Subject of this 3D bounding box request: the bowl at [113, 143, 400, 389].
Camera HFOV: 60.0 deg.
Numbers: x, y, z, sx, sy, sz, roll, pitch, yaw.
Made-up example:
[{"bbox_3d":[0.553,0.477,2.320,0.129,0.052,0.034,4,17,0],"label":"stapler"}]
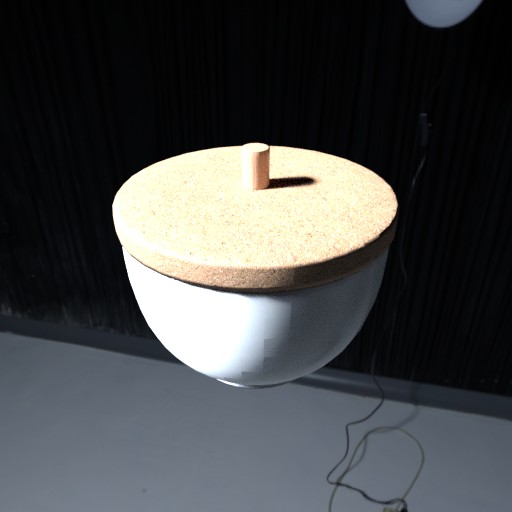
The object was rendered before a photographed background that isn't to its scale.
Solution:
[{"bbox_3d":[0.000,0.000,0.220,0.126,0.110,0.126,0,32,0],"label":"bowl"}]
